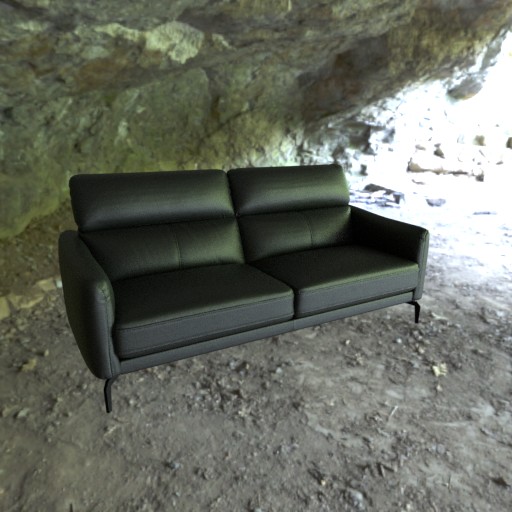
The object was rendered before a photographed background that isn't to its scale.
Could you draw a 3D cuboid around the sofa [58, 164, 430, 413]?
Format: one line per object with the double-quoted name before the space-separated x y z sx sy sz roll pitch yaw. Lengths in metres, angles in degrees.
"sofa" 0.000 0.000 2.579 2.069 0.957 0.856 -9 18 -28
